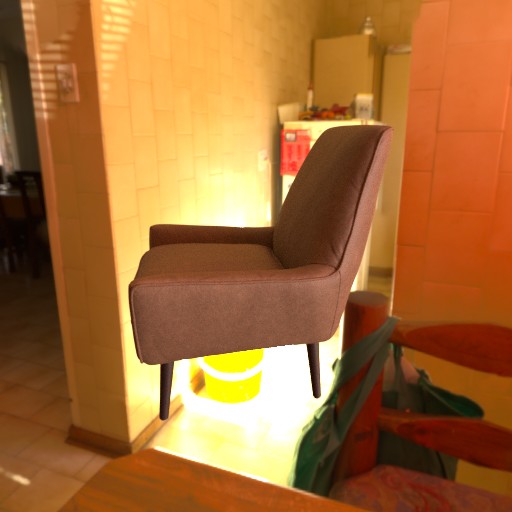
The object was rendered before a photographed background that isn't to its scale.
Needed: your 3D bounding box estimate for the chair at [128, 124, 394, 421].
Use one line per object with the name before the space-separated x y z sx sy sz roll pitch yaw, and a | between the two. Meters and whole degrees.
chair | 0.000 0.000 1.566 0.824 0.888 0.787 -2 16 -9
